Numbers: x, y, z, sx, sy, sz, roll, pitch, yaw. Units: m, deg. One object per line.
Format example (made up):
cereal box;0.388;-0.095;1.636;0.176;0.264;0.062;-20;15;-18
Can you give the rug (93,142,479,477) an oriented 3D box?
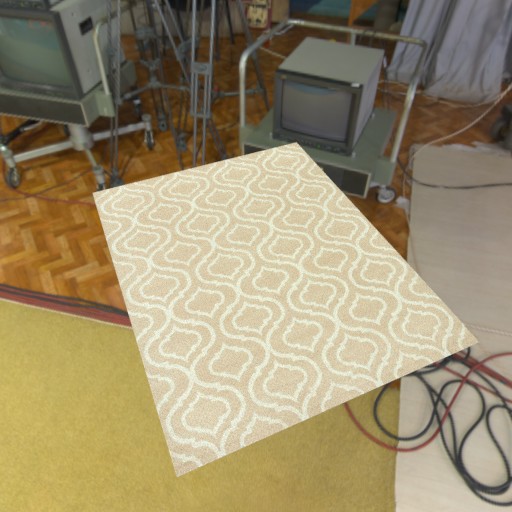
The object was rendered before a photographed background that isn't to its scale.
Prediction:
rug;0.000;0.000;3.824;2.286;0.013;2.894;-18;49;-16
